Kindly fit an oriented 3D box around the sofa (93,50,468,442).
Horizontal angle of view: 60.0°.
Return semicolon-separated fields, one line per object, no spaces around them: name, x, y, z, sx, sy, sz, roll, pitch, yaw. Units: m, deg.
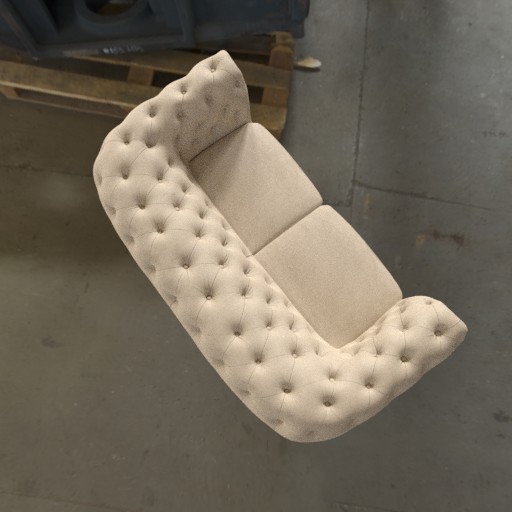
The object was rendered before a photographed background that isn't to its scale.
sofa;0.000;0.000;2.499;1.069;0.835;1.988;-37;79;-8
